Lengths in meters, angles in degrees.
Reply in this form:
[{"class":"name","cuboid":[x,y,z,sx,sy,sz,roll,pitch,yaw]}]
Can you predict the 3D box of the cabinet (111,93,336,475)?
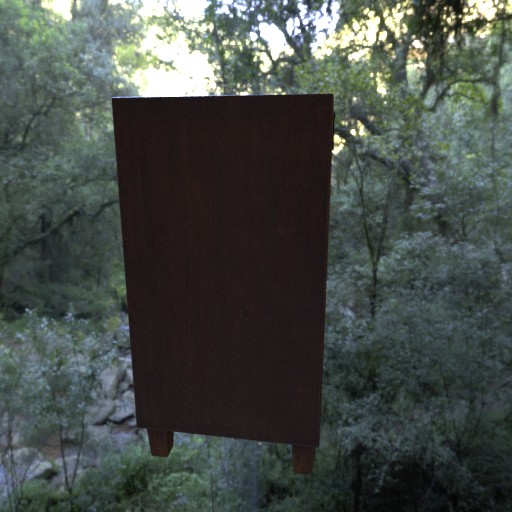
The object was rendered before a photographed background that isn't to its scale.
[{"class":"cabinet","cuboid":[0.000,0.000,1.257,0.412,0.785,0.796,2,15,9]}]
